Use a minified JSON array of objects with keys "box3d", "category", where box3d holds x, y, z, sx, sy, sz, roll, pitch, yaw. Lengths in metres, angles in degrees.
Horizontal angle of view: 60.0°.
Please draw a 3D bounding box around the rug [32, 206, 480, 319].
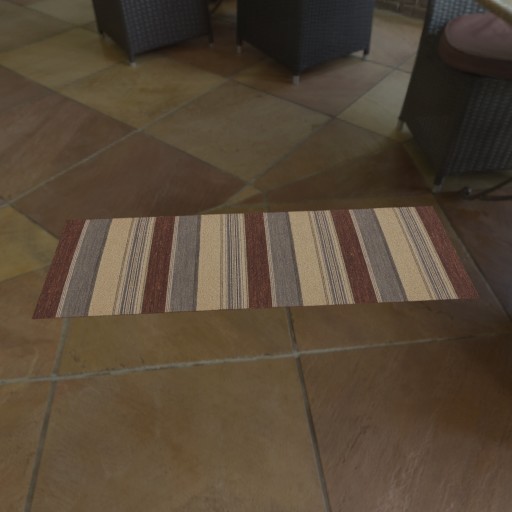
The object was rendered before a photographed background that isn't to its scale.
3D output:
[{"box3d":[0.000,0.000,2.683,2.437,0.006,0.792,-2,46,-2],"category":"rug"}]
